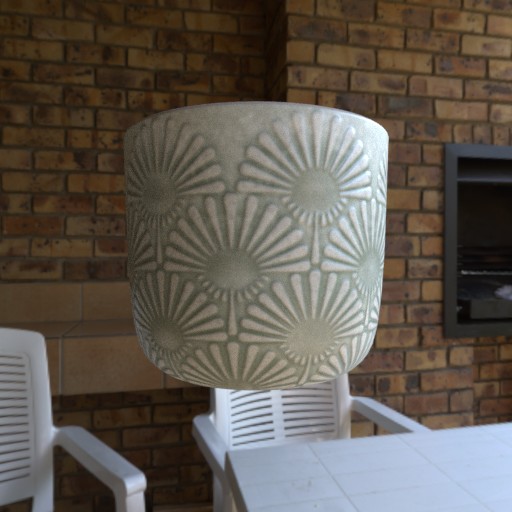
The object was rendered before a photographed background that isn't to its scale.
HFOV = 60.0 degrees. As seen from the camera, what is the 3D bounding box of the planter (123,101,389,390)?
[{"bbox_3d":[0.000,0.000,0.216,0.124,0.109,0.124,0,0,0],"label":"planter"}]
